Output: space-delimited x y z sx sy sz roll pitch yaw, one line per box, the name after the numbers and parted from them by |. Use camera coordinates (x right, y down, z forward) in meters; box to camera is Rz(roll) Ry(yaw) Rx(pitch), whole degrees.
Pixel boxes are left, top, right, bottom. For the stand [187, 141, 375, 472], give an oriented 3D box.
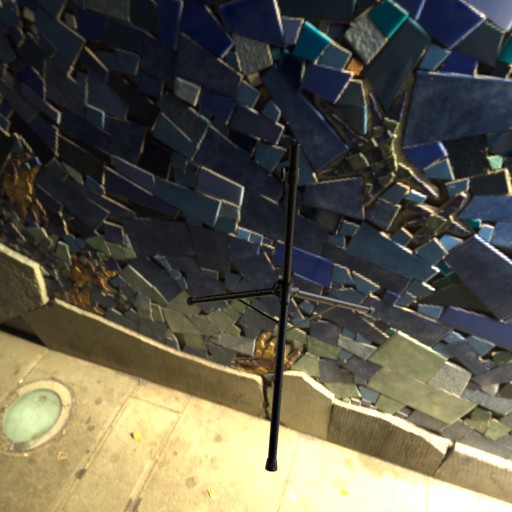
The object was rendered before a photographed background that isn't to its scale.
0.000 0.000 1.898 0.907 1.136 1.045 25 47 26 | stand
